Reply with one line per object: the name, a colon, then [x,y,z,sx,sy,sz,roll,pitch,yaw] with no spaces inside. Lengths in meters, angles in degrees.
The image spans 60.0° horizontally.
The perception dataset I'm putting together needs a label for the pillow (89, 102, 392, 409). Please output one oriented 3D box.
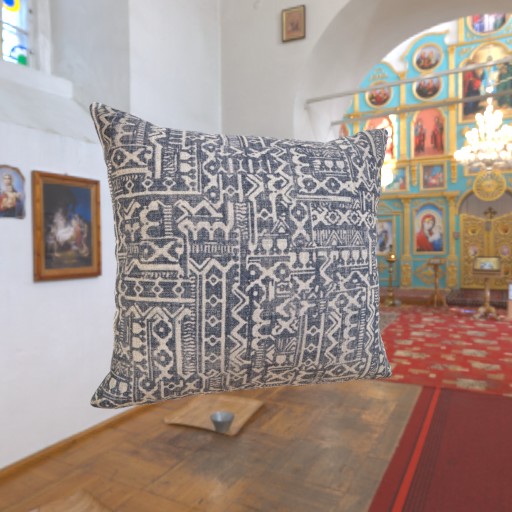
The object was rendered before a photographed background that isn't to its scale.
pillow: [0.000,0.000,0.775,0.546,0.487,0.180,0,1,-17]
